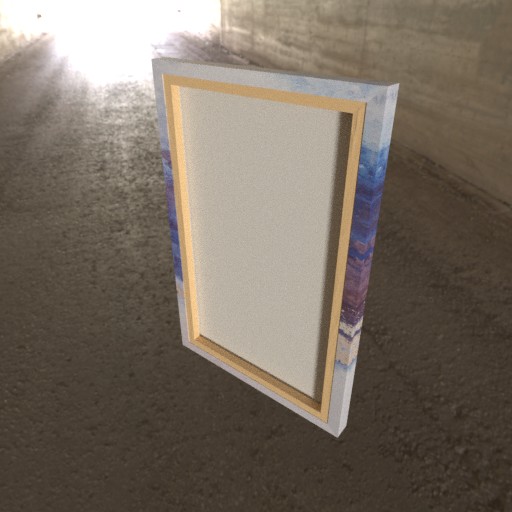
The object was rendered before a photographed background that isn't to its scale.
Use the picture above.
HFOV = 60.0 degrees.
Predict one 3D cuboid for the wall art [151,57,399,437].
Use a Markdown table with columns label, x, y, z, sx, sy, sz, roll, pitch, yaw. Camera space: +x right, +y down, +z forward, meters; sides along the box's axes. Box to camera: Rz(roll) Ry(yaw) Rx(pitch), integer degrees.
| label | x | y | z | sx | sy | sz | roll | pitch | yaw |
| --- | --- | --- | --- | --- | --- | --- | --- | --- | --- |
| wall art | 0.000 | 0.000 | 1.114 | 0.583 | 0.874 | 0.048 | 22 | 37 | 32 |
